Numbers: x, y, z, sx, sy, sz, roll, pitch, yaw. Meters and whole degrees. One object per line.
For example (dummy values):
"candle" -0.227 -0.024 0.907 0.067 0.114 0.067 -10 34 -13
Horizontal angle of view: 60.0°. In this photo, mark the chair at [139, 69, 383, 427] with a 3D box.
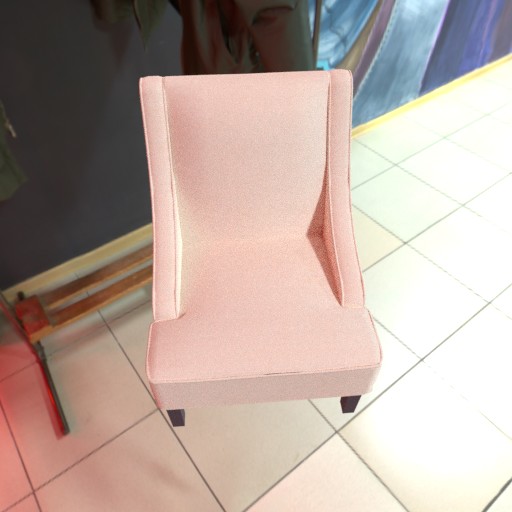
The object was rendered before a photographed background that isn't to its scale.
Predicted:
"chair" 0.000 0.000 1.465 0.689 0.886 0.806 -3 48 -3
